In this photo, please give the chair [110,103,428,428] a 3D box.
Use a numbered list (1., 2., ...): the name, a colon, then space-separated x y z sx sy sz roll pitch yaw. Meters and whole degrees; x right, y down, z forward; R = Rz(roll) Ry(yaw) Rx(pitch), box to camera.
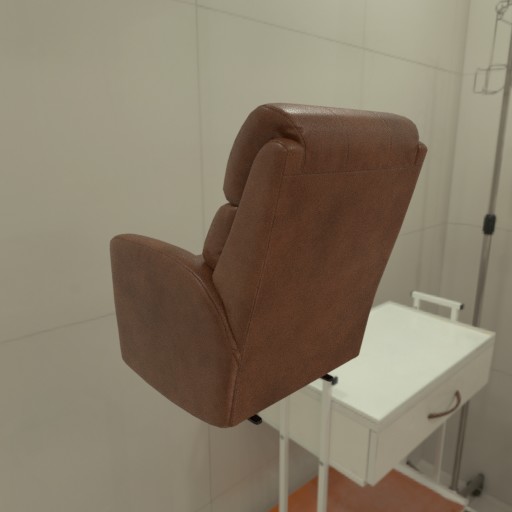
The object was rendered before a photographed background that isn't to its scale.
1. chair: 0.000 0.000 1.667 0.787 1.016 0.939 -13 19 -42
